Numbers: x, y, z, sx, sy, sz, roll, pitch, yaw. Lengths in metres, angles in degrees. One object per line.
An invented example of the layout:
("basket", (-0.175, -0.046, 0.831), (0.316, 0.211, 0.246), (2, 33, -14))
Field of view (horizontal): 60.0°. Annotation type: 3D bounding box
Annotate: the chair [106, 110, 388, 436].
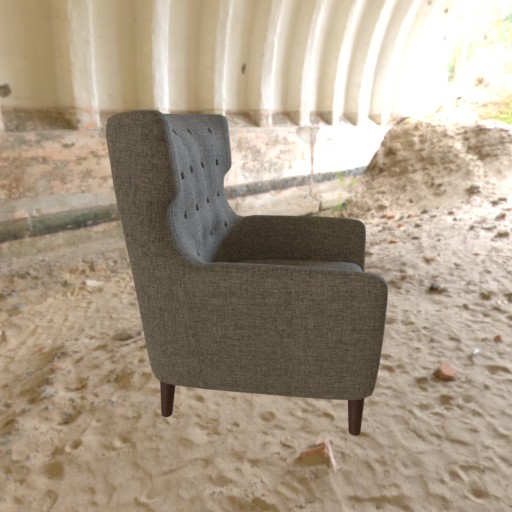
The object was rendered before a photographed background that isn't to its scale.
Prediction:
("chair", (0.000, 0.000, 1.723), (0.904, 1.063, 0.878), (2, 17, 8))
